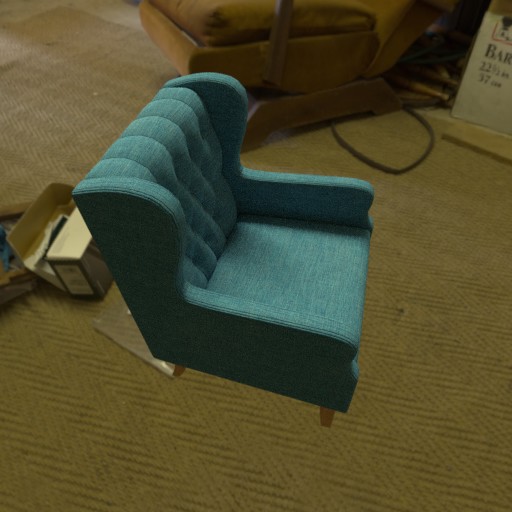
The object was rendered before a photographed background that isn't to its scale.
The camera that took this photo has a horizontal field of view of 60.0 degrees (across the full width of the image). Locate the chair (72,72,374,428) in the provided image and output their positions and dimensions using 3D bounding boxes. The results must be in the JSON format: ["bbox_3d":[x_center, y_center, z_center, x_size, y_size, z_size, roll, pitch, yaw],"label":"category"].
[{"bbox_3d":[0.000,0.000,1.512,0.775,0.952,0.711,10,47,10],"label":"chair"}]
